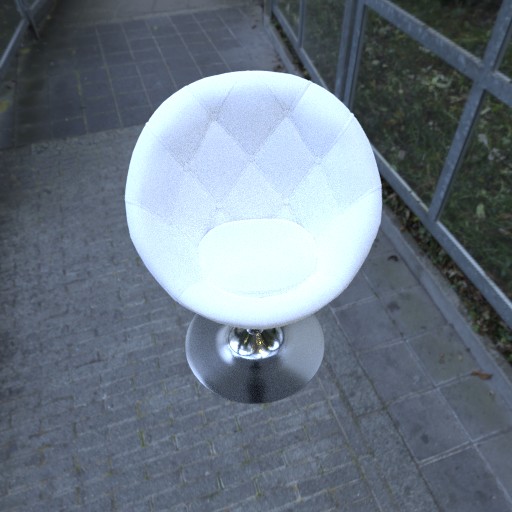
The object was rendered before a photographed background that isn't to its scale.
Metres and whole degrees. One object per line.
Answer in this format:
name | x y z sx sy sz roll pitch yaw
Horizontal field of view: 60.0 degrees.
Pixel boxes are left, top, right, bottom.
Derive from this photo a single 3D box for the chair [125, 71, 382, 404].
chair | 0.000 0.000 1.825 0.940 1.261 0.736 -4 47 -3
